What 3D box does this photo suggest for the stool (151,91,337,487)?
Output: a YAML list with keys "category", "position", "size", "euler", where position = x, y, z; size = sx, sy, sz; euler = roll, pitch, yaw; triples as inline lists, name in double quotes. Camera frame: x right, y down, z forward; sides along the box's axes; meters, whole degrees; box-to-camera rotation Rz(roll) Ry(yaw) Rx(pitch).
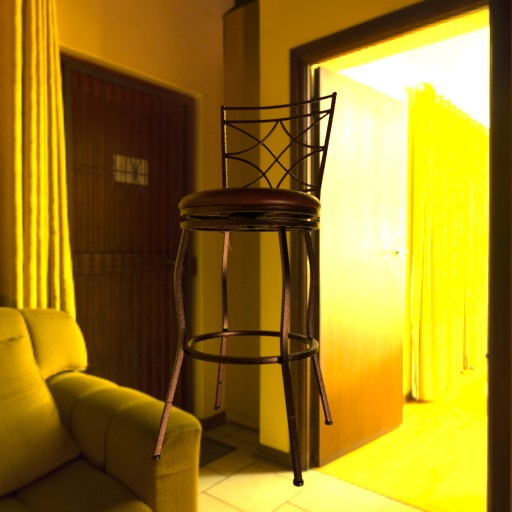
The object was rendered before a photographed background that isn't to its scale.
- category: "stool"
  position: [0.000, 0.000, 1.392]
  size: [0.434, 1.117, 0.534]
  euler: [0, 1, 20]
